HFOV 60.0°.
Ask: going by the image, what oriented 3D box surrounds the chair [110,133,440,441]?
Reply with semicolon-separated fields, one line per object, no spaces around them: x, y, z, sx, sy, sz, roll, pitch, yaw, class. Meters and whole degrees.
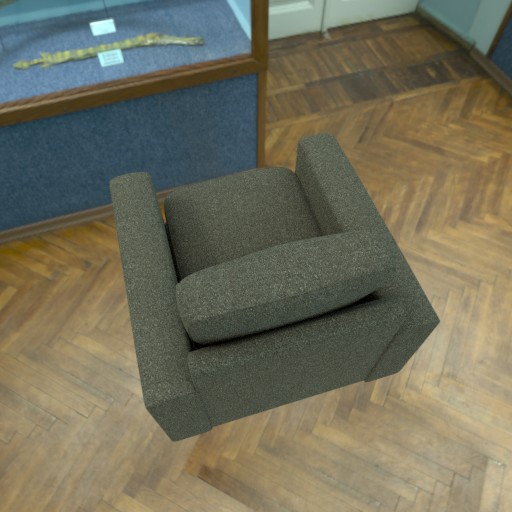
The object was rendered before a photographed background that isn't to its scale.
0.000;0.000;1.772;1.005;0.873;1.016;-14;58;-9;chair
